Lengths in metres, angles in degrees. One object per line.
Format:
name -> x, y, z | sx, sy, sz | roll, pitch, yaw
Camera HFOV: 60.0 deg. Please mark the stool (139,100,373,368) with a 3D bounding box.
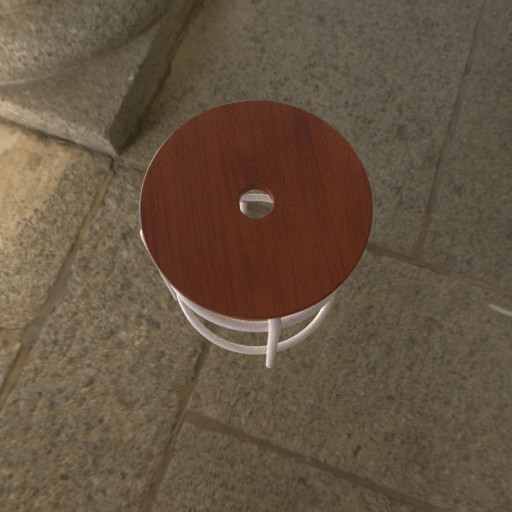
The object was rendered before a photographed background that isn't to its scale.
stool -> 0.000, 0.000, 0.929 | 0.455, 0.610, 0.455 | -9, 75, -2
